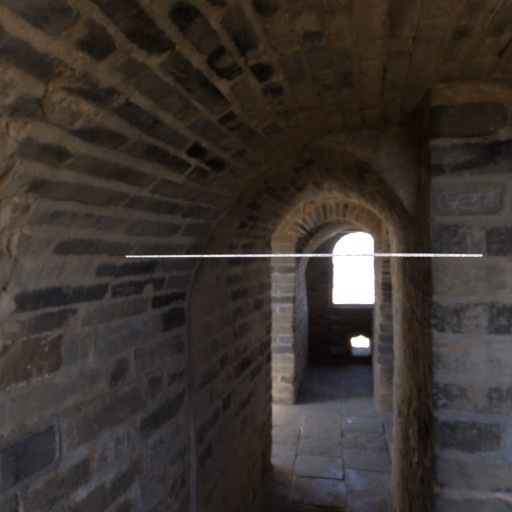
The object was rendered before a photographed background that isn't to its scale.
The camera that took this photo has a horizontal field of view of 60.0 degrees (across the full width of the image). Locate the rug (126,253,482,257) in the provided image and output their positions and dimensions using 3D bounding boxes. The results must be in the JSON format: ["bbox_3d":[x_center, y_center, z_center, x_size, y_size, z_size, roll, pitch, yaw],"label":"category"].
[{"bbox_3d":[0.000,0.000,2.765,0.807,0.013,2.436,0,0,-36],"label":"rug"}]
